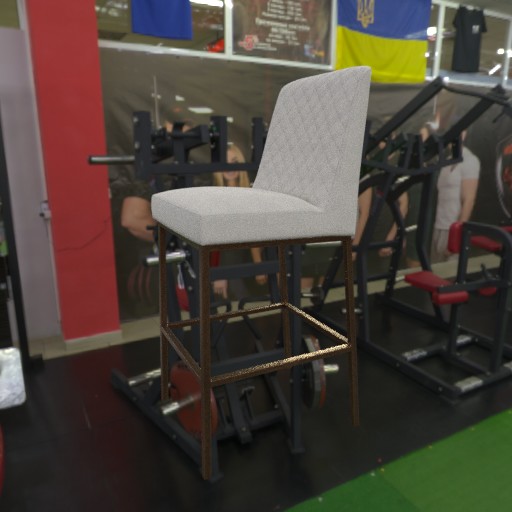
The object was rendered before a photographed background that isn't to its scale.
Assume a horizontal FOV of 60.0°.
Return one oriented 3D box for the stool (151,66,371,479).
[{"bbox_3d":[0.000,0.000,1.367,0.546,1.084,0.462,-7,16,-26],"label":"stool"}]
